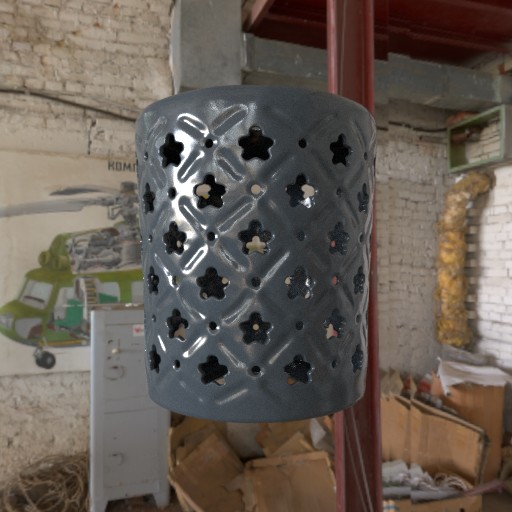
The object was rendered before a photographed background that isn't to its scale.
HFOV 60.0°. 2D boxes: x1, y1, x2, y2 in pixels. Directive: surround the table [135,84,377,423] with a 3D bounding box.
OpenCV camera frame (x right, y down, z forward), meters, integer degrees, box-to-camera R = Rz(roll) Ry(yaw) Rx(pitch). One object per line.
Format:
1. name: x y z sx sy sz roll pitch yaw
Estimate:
1. table: 0.000 0.000 0.660 0.352 0.387 0.352 0 0 0
